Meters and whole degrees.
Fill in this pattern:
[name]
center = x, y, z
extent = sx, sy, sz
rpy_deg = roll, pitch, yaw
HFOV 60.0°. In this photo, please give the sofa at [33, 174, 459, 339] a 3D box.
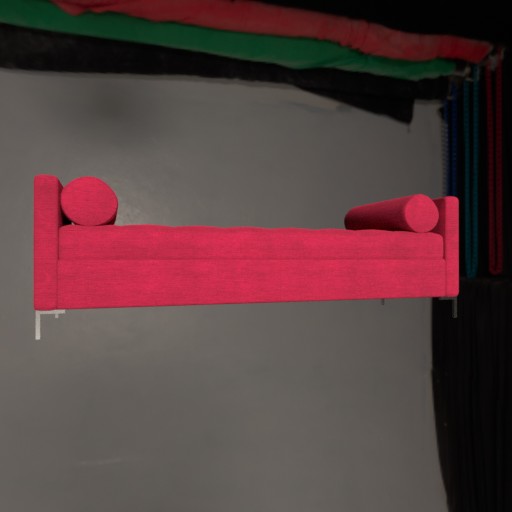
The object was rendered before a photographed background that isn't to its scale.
[sofa]
center = 0.000, 0.000, 2.288
extent = 1.981, 0.635, 0.686
rpy_deg = 0, 0, -18
